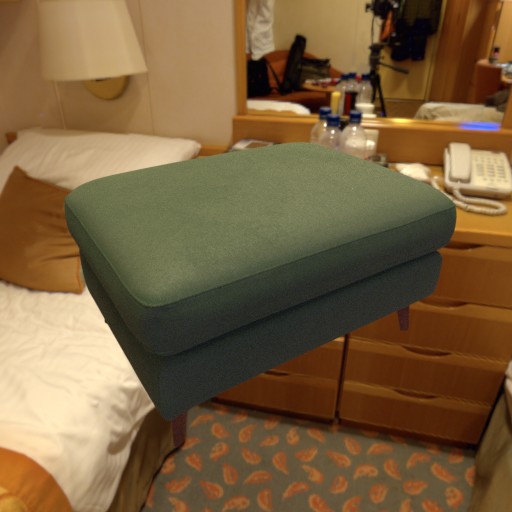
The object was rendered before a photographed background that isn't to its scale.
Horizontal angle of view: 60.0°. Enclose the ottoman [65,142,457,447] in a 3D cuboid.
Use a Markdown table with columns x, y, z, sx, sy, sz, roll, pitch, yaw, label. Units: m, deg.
| x | y | z | sx | sy | sz | roll | pitch | yaw | label |
| --- | --- | --- | --- | --- | --- | --- | --- | --- | --- |
| 0.000 | 0.000 | 1.153 | 0.811 | 0.449 | 0.608 | -18 | 34 | -28 | ottoman |
